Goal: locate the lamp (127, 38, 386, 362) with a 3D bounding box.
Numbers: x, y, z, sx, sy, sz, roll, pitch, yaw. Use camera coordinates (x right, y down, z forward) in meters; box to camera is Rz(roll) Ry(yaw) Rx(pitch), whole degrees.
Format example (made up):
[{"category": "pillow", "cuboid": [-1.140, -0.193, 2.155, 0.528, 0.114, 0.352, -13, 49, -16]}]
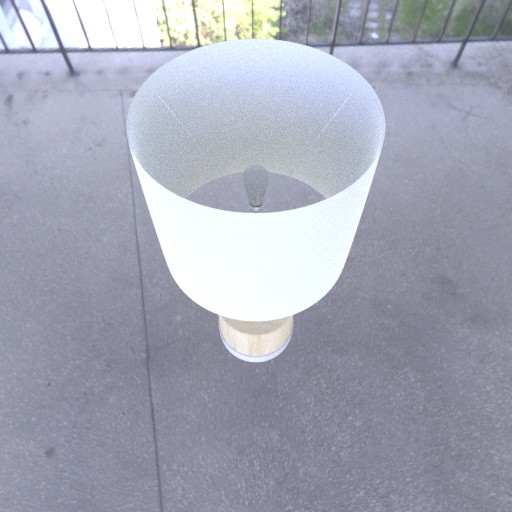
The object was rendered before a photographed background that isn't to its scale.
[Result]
[{"category": "lamp", "cuboid": [0.000, 0.000, 0.590, 0.229, 0.470, 0.229, -1, 57, 0]}]
